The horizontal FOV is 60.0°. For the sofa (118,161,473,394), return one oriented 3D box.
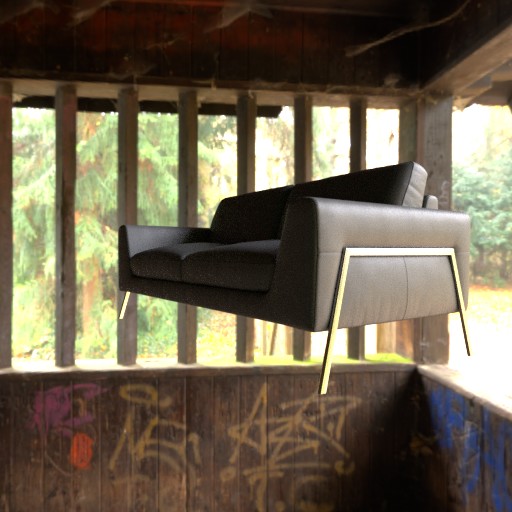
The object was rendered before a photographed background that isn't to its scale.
[{"bbox_3d":[0.000,0.000,2.510,0.953,0.875,2.017,0,1,-35],"label":"sofa"}]
